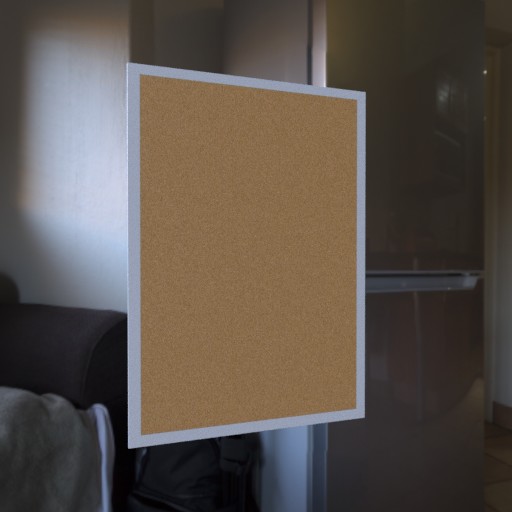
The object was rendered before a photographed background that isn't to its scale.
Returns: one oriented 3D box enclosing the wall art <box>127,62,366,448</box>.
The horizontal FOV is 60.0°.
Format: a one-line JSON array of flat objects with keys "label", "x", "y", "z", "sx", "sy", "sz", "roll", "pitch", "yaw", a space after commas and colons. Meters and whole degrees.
[{"label": "wall art", "x": 0.000, "y": 0.000, "z": 1.185, "sx": 0.659, "sy": 0.940, "sz": 0.013, "roll": 0, "pitch": 1, "yaw": -18}]
